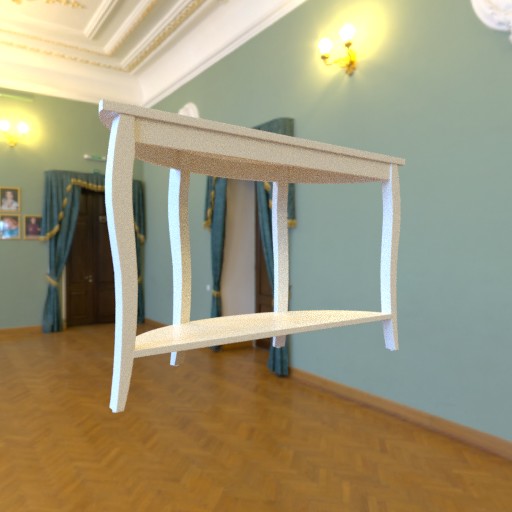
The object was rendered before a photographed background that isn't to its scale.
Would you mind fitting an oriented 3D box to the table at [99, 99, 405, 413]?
[{"bbox_3d":[0.000,0.000,1.603,1.219,0.780,0.394,-1,1,-37],"label":"table"}]
